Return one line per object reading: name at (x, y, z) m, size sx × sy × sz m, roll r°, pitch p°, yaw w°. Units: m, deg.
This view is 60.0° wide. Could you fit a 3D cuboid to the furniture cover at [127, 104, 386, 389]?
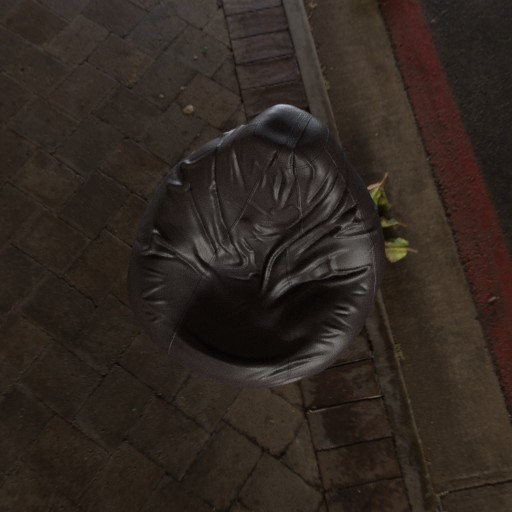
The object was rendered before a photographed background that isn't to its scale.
furniture cover at (0.000, 0.000, 1.838) m, size 1.070 × 0.990 × 1.070 m, roll 21°, pitch 76°, yaw 6°
